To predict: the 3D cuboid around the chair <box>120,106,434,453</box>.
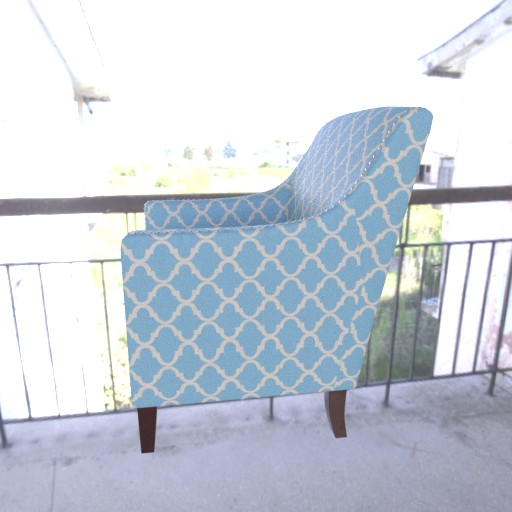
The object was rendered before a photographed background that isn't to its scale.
[{"bbox_3d":[0.000,0.000,1.288,0.686,0.817,0.617,-2,14,-9],"label":"chair"}]
